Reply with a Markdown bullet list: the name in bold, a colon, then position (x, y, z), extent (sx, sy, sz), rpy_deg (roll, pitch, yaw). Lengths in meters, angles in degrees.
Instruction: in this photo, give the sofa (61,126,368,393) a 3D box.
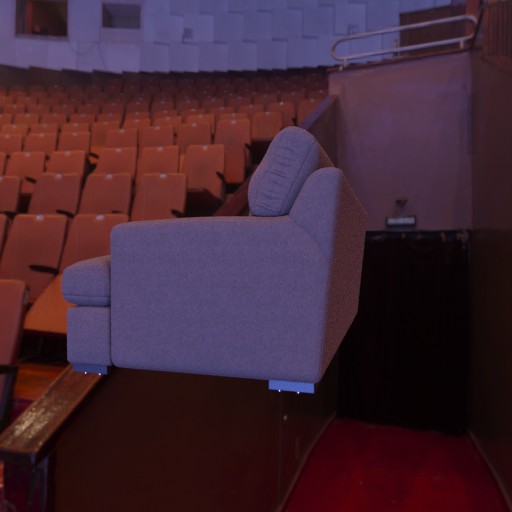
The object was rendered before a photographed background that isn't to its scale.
- **sofa**: position (0.000, 0.000, 2.495), extent (1.140, 0.950, 1.869), rpy_deg (0, 0, 17)
